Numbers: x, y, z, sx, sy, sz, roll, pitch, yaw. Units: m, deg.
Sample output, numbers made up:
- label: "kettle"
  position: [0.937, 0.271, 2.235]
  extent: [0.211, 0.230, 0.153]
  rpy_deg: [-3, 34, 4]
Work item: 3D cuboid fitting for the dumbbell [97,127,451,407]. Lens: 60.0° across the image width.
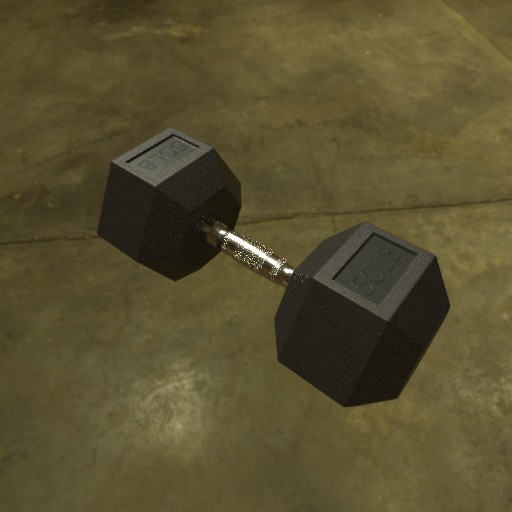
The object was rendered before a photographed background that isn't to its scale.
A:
- label: "dumbbell"
  position: [0.000, 0.000, 0.479]
  extent: [0.384, 0.150, 0.173]
  rpy_deg: [31, 54, 25]
